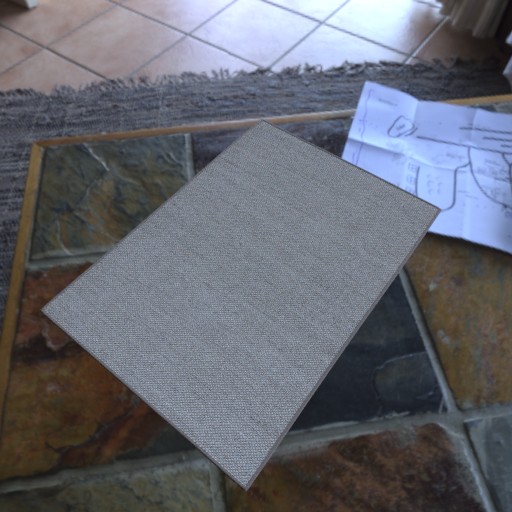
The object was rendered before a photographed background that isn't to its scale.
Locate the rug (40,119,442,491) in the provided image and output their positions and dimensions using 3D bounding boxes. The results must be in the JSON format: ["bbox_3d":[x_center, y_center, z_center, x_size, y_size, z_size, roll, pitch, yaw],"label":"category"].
[{"bbox_3d":[0.000,0.000,2.748,1.517,0.013,2.115,33,62,20],"label":"rug"}]
